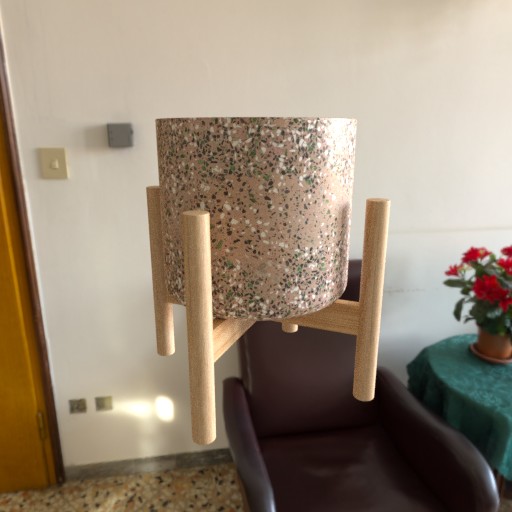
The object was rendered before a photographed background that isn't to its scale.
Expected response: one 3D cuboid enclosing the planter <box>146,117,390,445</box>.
[{"bbox_3d":[0.000,0.000,0.544,0.284,0.320,0.284,-15,22,-43],"label":"planter"}]
